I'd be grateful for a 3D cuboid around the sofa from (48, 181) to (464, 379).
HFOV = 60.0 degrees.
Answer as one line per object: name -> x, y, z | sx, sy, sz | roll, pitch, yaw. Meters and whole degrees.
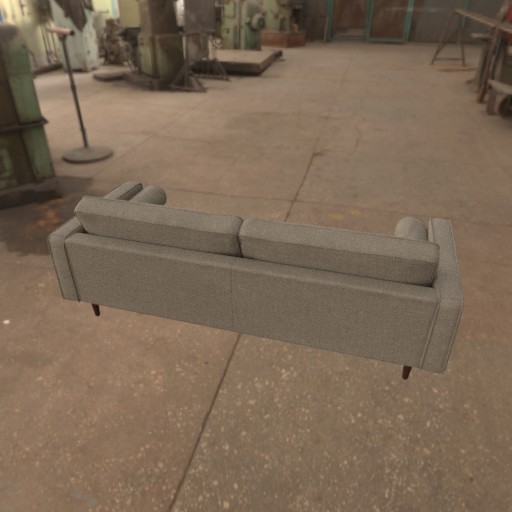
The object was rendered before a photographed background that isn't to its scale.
sofa -> 0.000, 0.000, 2.670 | 2.211, 0.762, 0.914 | 9, 33, 14
